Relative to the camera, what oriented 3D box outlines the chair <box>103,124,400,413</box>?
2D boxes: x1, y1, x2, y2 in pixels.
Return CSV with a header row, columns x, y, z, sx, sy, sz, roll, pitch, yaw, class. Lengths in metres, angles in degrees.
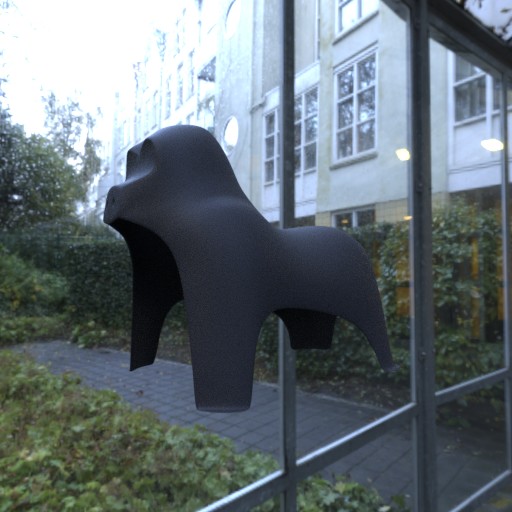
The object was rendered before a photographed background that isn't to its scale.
x,y,z,sx,sy,sz,roll,pitch,yaw,class
0.000,0.000,1.147,0.758,0.600,0.490,1,-2,-35,chair
